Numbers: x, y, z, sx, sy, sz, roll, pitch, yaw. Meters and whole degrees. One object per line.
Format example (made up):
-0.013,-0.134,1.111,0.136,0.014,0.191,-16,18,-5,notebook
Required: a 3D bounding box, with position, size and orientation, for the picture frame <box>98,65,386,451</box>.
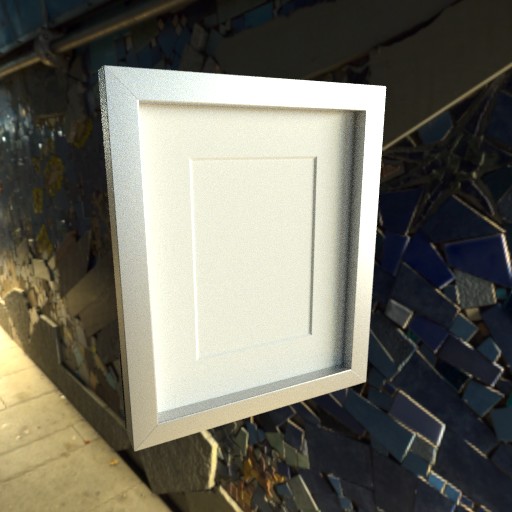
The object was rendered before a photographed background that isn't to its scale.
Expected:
0.000,0.000,0.379,0.233,0.282,0.036,-7,16,-26,picture frame
